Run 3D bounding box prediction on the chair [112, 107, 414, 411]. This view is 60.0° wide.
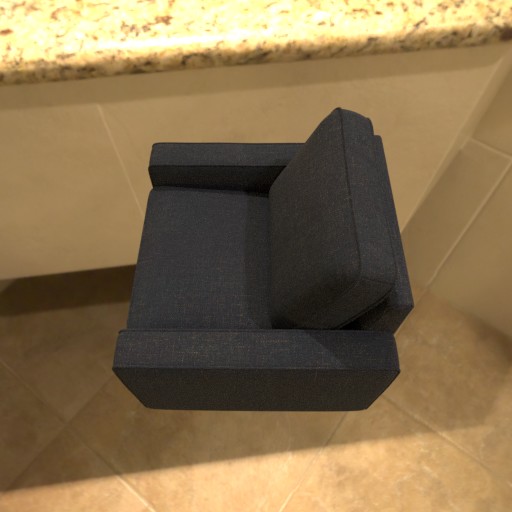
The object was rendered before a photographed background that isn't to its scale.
[{"bbox_3d":[0.000,0.000,1.739,0.940,0.919,1.017,0,58,0],"label":"chair"}]
